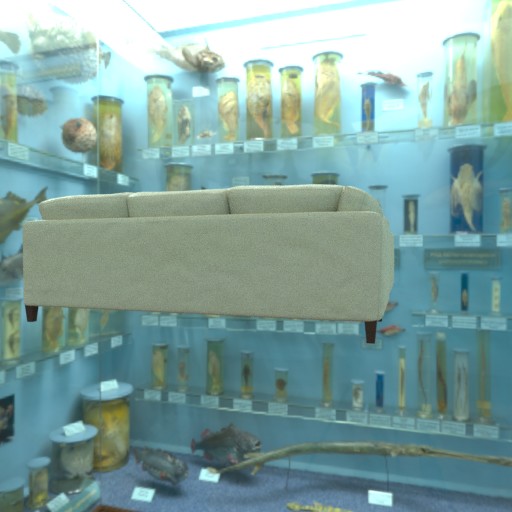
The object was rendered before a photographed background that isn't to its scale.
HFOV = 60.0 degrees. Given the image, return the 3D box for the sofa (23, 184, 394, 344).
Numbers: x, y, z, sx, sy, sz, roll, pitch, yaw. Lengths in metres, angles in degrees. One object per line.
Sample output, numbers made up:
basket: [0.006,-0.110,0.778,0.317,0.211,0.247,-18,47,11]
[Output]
sofa: [0.000,0.000,4.393,2.593,0.947,3.302,0,1,18]
